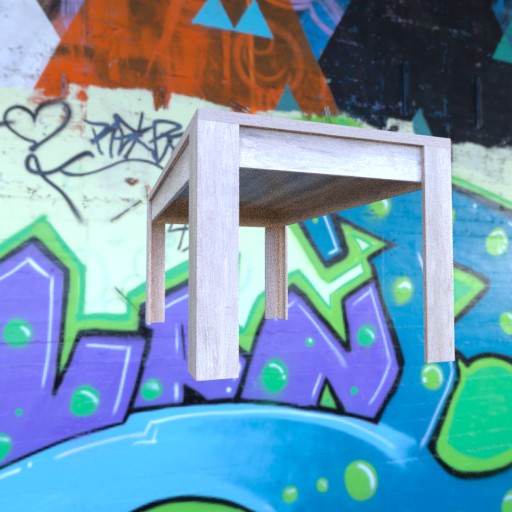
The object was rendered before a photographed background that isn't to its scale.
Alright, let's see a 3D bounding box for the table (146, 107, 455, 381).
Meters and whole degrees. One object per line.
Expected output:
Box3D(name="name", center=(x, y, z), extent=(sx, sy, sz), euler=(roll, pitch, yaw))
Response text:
Box3D(name="table", center=(0.000, 0.000, 2.154), extent=(0.900, 0.775, 1.600), euler=(1, -3, -19))
